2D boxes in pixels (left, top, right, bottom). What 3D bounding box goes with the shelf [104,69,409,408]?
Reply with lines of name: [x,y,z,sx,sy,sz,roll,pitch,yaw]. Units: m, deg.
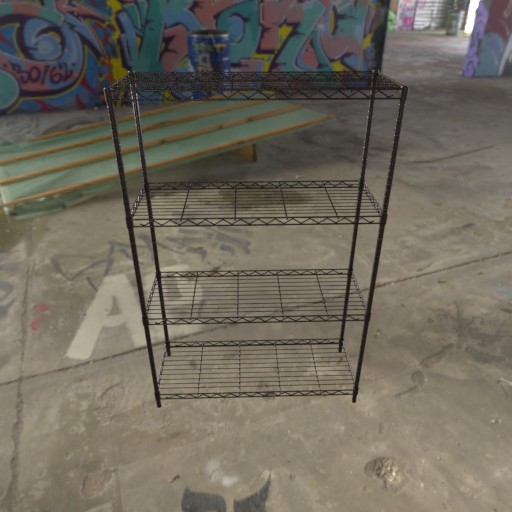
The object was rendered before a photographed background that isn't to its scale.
shelf: [0.000,0.000,1.803,0.907,1.361,0.352,-1,31,-2]
